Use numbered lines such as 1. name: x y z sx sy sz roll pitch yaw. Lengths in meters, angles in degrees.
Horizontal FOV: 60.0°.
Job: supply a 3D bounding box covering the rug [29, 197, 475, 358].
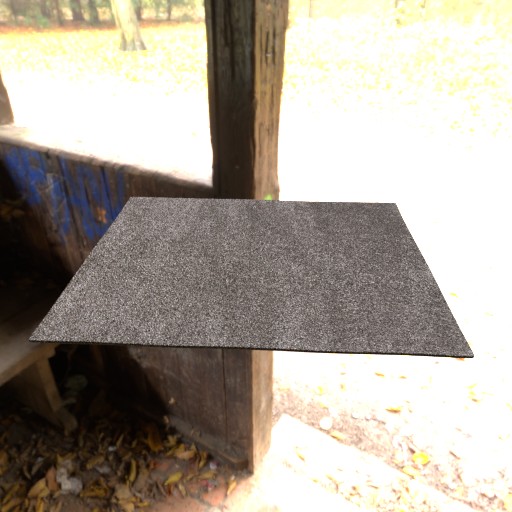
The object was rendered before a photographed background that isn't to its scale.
1. rug: 0.000 0.000 3.986 3.000 0.025 2.401 2 32 3
